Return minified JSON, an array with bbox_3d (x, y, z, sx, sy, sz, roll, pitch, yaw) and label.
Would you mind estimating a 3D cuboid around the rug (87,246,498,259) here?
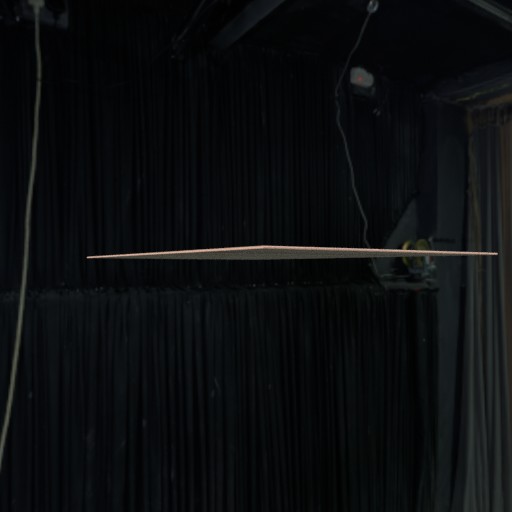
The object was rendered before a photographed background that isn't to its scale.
[{"bbox_3d":[0.000,0.000,2.276,1.219,0.008,1.829,1,-2,-35],"label":"rug"}]
